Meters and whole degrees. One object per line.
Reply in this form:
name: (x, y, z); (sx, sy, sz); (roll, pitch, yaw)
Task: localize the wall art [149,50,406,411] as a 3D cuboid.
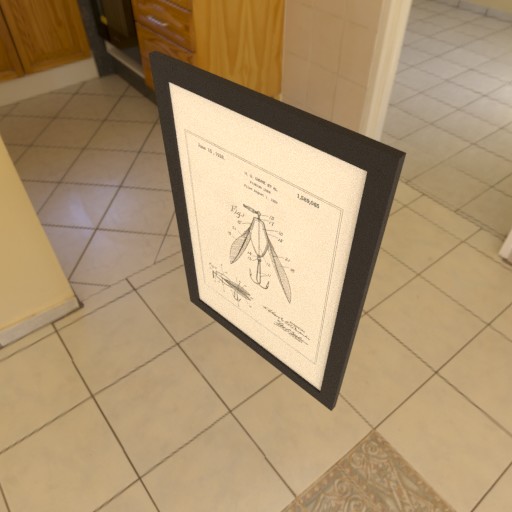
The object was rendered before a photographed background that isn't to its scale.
wall art: (0.000, 0.000, 0.704); (0.380, 0.534, 0.013); (33, 54, 28)
